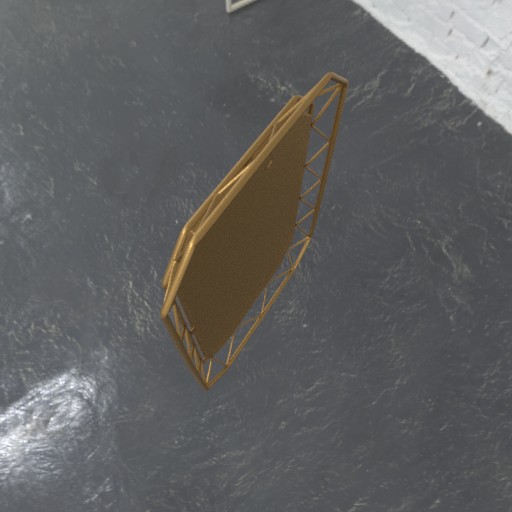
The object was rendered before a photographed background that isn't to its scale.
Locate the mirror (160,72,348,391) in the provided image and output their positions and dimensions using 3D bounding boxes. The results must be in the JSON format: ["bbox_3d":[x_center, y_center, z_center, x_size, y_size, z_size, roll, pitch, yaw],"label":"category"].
[{"bbox_3d":[0.000,0.000,0.735,0.042,0.566,0.417,30,67,14],"label":"mirror"}]
